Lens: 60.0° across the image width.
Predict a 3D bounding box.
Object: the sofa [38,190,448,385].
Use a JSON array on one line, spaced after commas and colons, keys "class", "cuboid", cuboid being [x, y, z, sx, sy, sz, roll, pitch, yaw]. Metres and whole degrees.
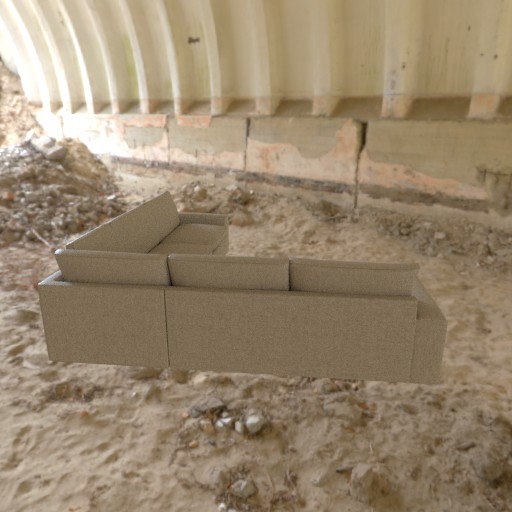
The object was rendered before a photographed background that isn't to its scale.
[{"class": "sofa", "cuboid": [0.000, 0.000, 4.116, 2.622, 0.800, 2.742, 2, 18, 6]}]
